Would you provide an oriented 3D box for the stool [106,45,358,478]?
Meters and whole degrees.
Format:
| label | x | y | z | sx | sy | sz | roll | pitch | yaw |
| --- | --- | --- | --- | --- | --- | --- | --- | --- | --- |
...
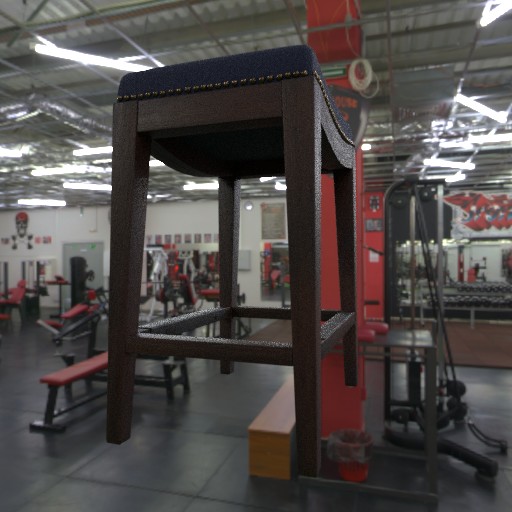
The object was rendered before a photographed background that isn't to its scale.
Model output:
| label | x | y | z | sx | sy | sz | roll | pitch | yaw |
| --- | --- | --- | --- | --- | --- | --- | --- | --- | --- |
| stool | 0.000 | 0.000 | 0.924 | 0.361 | 0.642 | 0.500 | 0 | 0 | 20 |
